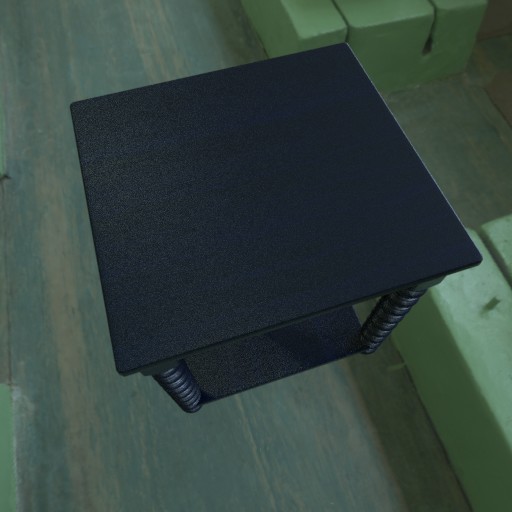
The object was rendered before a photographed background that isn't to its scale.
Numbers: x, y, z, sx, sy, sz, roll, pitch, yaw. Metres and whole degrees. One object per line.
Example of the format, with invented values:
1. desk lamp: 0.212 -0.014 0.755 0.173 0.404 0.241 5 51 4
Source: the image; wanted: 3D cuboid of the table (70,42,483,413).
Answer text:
1. table: 0.000 0.000 0.956 0.533 0.567 0.500 -16 63 -8
